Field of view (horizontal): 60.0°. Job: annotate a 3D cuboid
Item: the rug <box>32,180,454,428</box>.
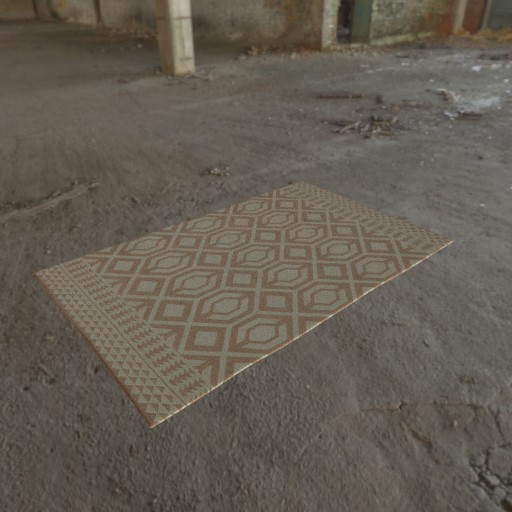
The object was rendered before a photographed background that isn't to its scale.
[{"bbox_3d":[0.000,0.000,2.986,2.435,0.011,1.526,-24,38,-34],"label":"rug"}]
